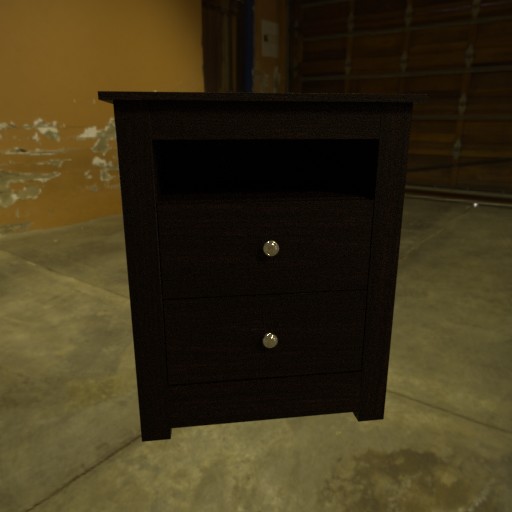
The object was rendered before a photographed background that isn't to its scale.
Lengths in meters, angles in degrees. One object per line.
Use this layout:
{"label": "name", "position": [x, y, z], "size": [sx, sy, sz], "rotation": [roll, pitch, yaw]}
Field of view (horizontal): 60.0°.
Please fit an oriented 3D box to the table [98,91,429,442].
{"label": "table", "position": [0.000, 0.000, 1.068], "size": [0.591, 0.711, 0.406], "rotation": [-2, 16, -8]}
